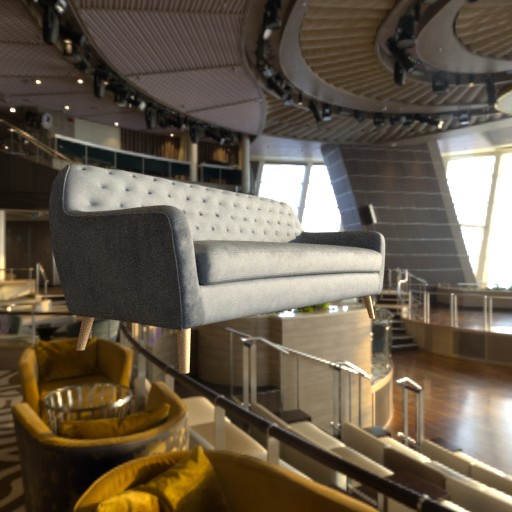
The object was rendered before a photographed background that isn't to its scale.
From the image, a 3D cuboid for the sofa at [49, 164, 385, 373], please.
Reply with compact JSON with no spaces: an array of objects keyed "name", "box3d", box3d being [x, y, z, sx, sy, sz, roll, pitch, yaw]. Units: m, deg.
[{"name":"sofa","box3d":[0.000,0.000,2.466,0.841,0.832,1.975,0,0,36]}]
